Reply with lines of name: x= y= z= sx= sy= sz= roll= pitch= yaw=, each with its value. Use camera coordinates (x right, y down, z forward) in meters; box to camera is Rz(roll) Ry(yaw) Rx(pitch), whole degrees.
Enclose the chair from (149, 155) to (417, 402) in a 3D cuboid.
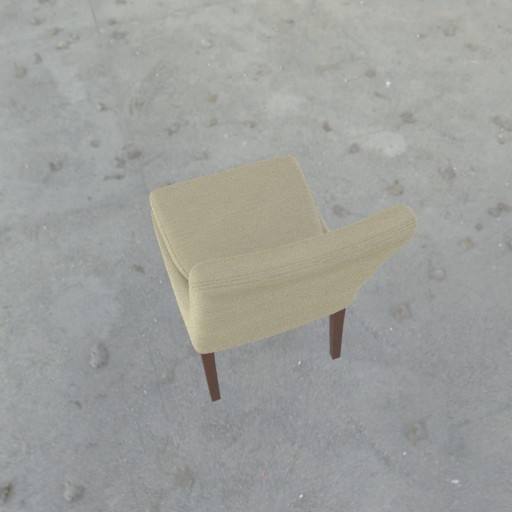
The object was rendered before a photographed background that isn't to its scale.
chair: x=0.000 y=0.000 z=1.276 sx=0.515 sy=0.940 sz=0.638 roll=-17 pitch=60 yaw=-10
